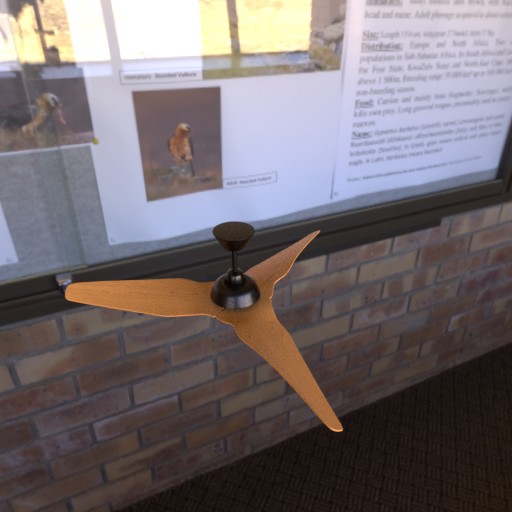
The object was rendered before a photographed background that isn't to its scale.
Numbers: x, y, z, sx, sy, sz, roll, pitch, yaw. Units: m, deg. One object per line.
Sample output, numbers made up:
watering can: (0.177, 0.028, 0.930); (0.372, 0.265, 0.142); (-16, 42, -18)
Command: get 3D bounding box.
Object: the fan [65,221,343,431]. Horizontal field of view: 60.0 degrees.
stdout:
fan: (0.000, 0.000, 1.714); (1.142, 0.355, 1.010); (18, 35, 28)
